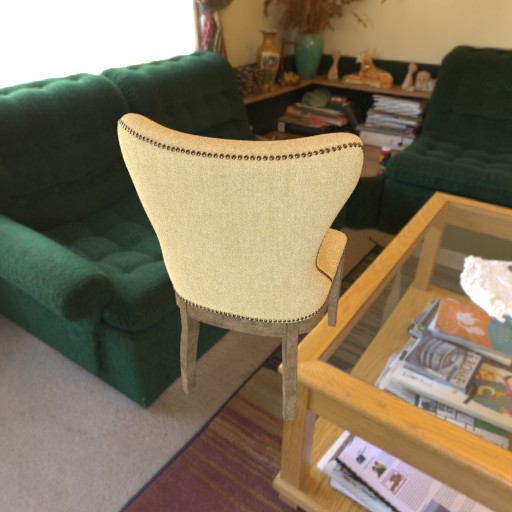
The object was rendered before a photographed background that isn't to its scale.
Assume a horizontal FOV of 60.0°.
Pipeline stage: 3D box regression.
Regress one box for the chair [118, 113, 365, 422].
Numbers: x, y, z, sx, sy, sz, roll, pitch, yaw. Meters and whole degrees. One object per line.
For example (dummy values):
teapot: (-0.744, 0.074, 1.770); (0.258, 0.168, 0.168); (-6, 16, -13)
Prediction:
chair: (0.000, 0.000, 1.509); (0.654, 1.002, 0.681); (10, 33, 15)
